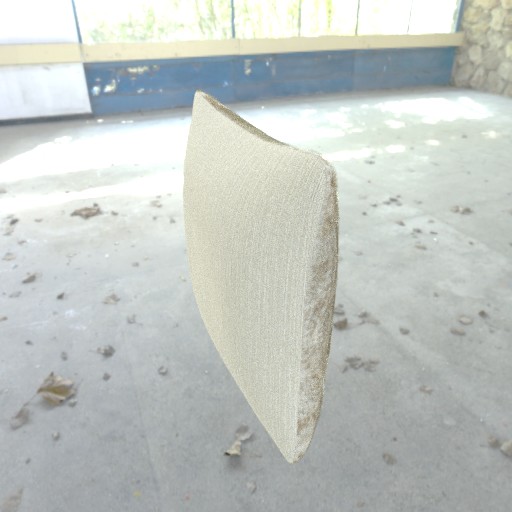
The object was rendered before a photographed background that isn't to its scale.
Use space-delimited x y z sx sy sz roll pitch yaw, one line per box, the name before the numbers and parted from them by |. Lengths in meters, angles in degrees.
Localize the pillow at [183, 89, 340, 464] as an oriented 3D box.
pillow | 0.000 0.000 0.825 0.216 0.525 0.538 -11 31 -18
